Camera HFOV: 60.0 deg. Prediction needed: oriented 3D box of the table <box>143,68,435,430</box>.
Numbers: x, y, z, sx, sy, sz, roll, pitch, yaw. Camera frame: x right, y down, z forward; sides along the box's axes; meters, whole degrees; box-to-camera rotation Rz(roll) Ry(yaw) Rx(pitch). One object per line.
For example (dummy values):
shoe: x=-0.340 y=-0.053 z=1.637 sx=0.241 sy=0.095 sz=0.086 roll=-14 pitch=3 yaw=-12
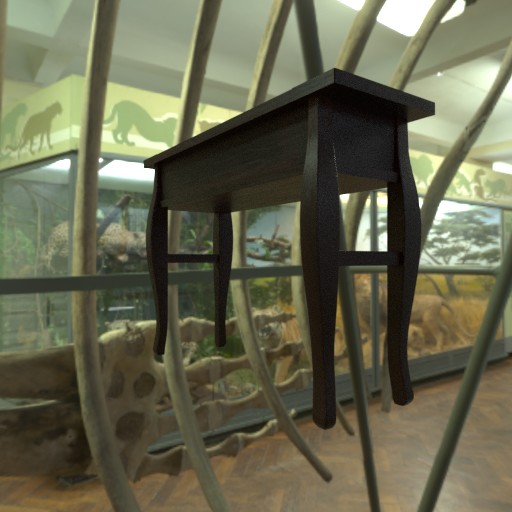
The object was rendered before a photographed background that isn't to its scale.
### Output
table: x=0.000 y=0.000 z=1.444 sx=0.373 sy=0.768 sz=1.062 roll=0 pitch=0 yaw=-35
